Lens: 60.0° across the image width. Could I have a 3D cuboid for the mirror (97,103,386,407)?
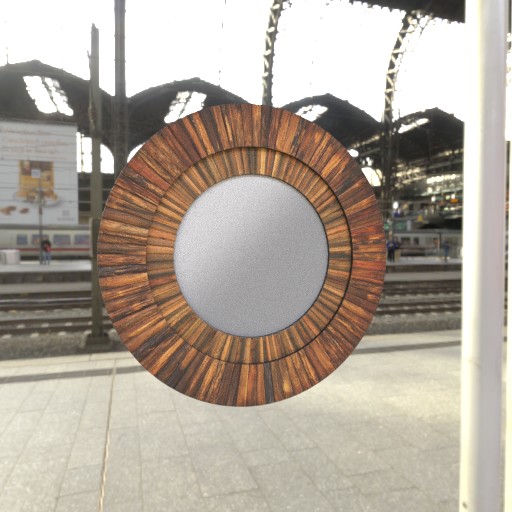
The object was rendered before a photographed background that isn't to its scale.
[{"bbox_3d":[0.000,0.000,1.598,1.077,1.077,0.036,0,1,-19],"label":"mirror"}]
